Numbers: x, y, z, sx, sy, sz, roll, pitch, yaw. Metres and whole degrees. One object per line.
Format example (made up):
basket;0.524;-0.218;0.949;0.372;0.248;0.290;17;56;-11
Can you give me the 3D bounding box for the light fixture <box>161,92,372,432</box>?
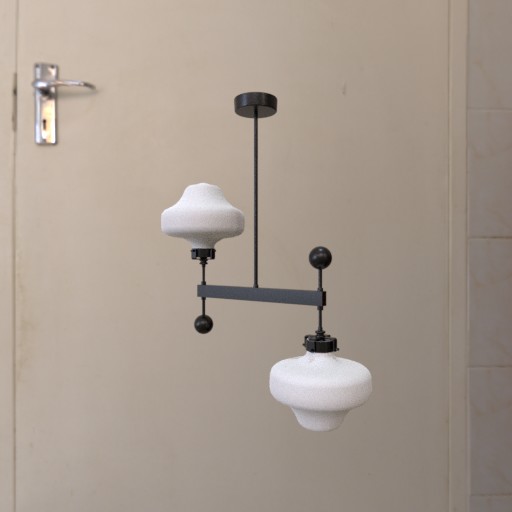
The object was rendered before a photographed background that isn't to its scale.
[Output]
light fixture;0.000;0.000;1.053;0.489;0.743;0.422;0;0;0
